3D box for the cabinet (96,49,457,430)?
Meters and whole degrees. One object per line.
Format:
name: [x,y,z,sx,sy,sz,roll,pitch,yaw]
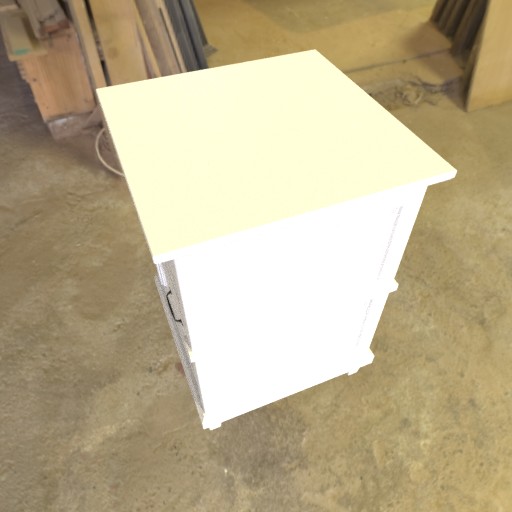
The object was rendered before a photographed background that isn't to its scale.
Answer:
cabinet: [0.000,0.000,1.168,0.547,0.775,0.544,-17,50,-15]
